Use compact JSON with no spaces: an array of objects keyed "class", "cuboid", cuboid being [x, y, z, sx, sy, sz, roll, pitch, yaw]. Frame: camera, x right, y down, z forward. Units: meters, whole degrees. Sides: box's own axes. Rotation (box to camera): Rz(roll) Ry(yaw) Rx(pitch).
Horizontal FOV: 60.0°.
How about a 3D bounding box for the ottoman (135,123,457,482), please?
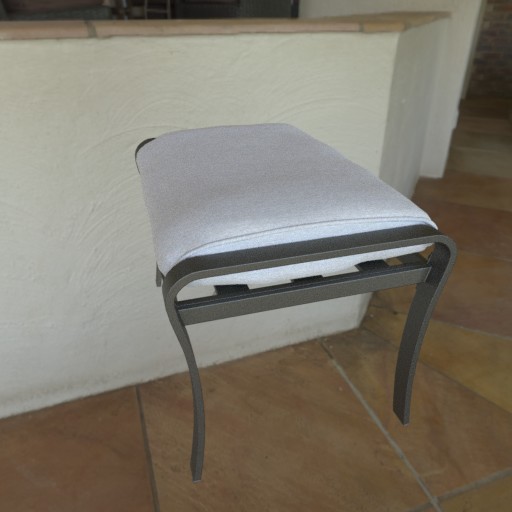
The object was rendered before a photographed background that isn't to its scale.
[{"class":"ottoman","cuboid":[0.000,0.000,0.889,0.406,0.422,0.610,-8,31,-14]}]
